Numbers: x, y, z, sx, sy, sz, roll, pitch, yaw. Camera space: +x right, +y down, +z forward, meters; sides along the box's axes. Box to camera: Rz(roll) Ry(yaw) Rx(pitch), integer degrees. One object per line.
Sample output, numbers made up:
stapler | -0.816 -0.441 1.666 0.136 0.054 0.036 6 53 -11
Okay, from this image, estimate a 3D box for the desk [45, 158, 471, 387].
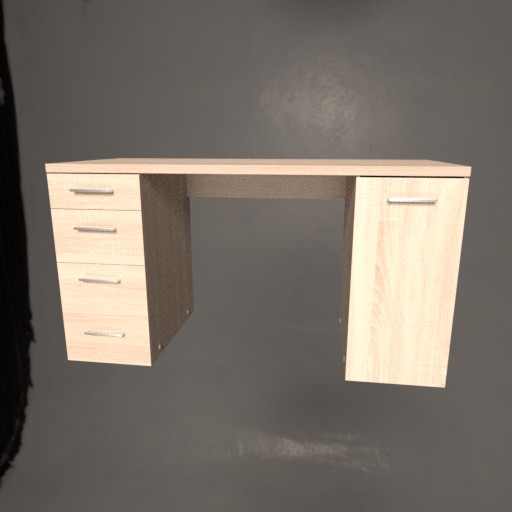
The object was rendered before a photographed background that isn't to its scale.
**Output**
desk | 0.000 0.000 1.777 1.390 0.740 0.600 2 14 8
